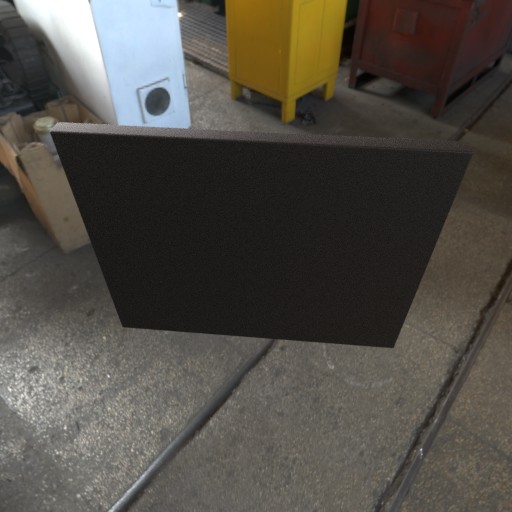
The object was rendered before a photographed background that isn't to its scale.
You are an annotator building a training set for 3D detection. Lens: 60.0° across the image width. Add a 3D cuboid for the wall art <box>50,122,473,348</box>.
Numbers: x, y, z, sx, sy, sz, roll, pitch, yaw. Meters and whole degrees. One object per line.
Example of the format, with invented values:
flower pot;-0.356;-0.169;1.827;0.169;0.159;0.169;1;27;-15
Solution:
wall art;0.000;0.000;0.752;0.558;0.457;0.031;4;46;4
